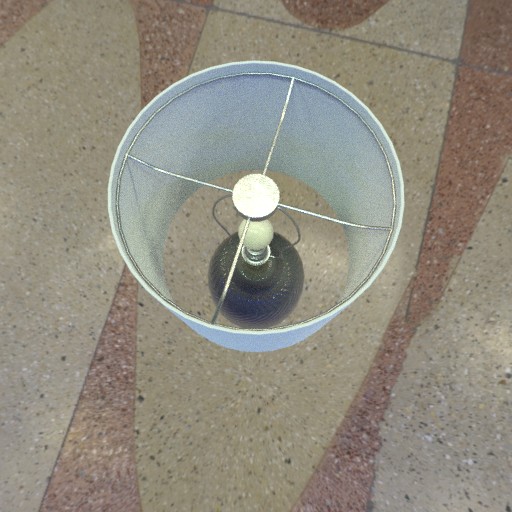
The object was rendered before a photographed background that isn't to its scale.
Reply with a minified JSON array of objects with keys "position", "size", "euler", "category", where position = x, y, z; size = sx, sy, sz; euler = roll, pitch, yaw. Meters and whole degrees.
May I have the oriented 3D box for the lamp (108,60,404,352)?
[{"position":[0.000,0.000,0.485],"size":[0.207,0.366,0.207],"euler":[16,75,5],"category":"lamp"}]
